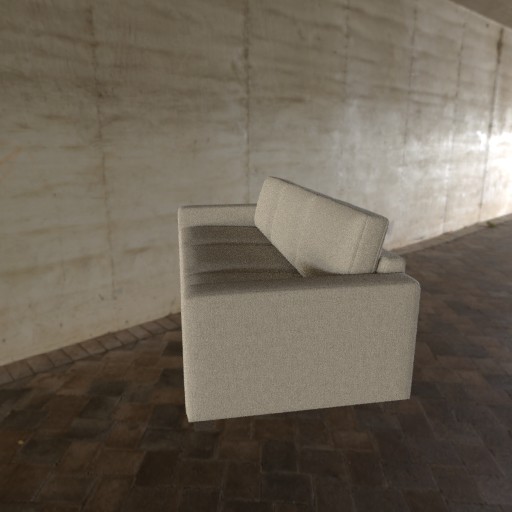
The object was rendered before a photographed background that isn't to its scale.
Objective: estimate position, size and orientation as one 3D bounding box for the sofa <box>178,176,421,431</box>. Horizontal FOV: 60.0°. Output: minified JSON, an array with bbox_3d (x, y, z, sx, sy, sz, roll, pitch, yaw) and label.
[{"bbox_3d":[0.000,0.000,2.636,0.900,0.800,2.160,-3,15,-10],"label":"sofa"}]
